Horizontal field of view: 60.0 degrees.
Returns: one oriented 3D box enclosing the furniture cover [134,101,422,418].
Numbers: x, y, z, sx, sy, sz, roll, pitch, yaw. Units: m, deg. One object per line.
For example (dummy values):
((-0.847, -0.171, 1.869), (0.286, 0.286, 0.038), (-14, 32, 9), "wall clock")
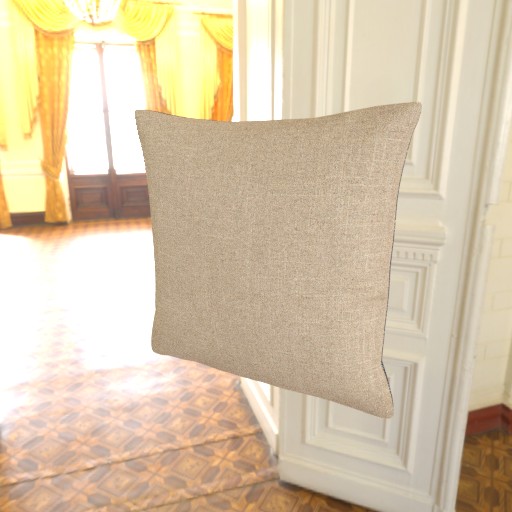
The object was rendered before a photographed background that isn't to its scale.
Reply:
((0.000, 0.000, 0.780), (0.511, 0.503, 0.162), (8, 18, 26), "furniture cover")
